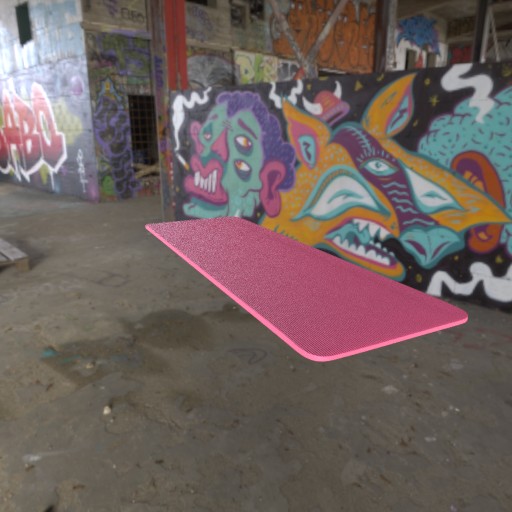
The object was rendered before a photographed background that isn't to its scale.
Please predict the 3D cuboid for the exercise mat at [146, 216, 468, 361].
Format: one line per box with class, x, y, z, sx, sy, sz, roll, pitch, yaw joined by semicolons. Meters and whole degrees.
exercise mat;0.000;0.000;2.070;0.616;0.021;1.884;-8;18;-26
